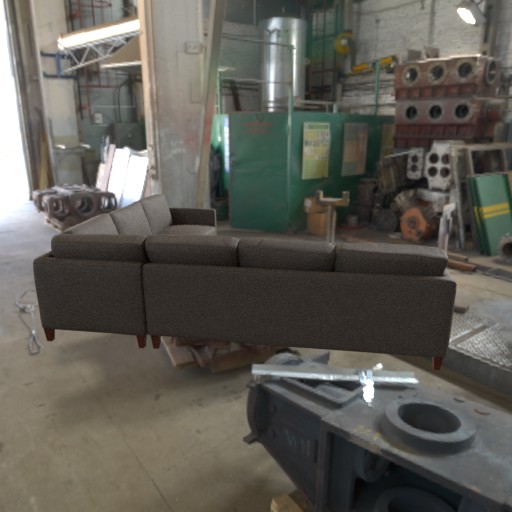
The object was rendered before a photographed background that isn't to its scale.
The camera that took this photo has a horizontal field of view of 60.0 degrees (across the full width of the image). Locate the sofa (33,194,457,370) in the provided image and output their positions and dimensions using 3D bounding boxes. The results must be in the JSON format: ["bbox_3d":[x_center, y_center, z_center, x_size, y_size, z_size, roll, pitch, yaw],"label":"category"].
[{"bbox_3d":[0.000,0.000,4.596,3.302,0.947,2.593,2,16,8],"label":"sofa"}]
